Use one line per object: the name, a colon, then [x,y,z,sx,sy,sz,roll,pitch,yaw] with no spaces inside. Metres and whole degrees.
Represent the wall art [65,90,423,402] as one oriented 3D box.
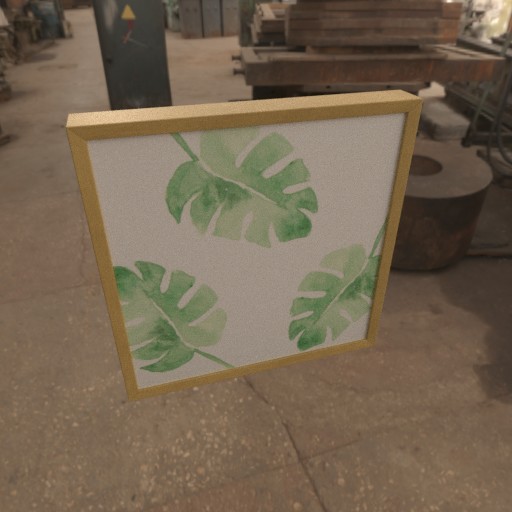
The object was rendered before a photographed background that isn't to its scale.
wall art: [0.000,0.000,0.461,0.305,0.305,0.038,-9,34,-14]
